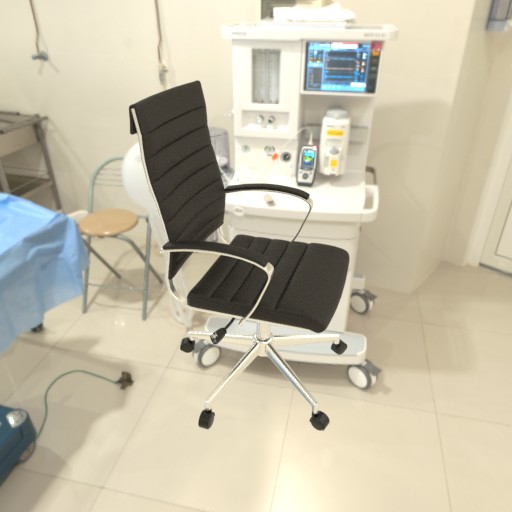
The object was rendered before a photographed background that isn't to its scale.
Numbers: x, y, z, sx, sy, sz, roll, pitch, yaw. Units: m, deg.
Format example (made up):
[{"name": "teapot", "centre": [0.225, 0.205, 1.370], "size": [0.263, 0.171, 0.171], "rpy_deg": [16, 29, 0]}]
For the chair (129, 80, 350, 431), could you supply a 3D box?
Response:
[{"name": "chair", "centre": [0.000, 0.000, 1.674], "size": [0.739, 1.149, 0.766], "rpy_deg": [10, 33, 17]}]
